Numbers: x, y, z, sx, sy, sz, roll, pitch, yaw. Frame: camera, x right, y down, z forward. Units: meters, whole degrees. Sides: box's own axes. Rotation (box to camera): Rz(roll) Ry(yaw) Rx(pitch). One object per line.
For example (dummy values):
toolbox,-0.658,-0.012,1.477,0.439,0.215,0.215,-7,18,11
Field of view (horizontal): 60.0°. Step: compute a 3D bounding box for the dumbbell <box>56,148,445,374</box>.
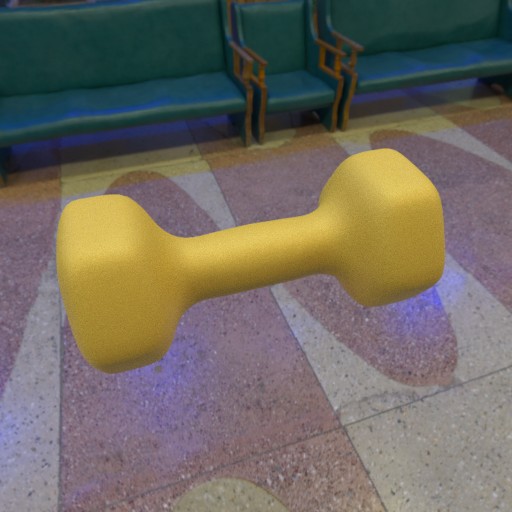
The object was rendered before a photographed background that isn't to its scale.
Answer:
dumbbell,0.000,0.000,0.235,0.190,0.082,0.090,-12,44,-12
